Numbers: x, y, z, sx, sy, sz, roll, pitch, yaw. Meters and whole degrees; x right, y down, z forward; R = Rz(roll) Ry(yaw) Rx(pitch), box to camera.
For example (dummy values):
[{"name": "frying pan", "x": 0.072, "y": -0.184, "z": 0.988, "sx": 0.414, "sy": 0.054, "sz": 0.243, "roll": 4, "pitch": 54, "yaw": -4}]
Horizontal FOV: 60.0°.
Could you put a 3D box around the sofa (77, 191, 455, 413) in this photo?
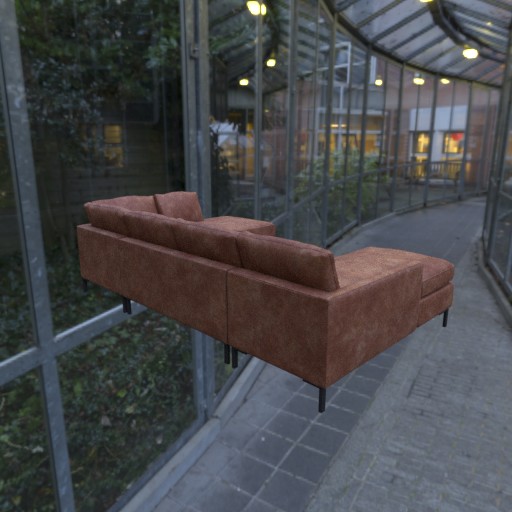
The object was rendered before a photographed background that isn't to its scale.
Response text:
[{"name": "sofa", "x": 0.000, "y": 0.000, "z": 3.904, "sx": 2.956, "sy": 0.900, "sz": 1.939, "roll": 14, "pitch": 20, "yaw": 43}]
